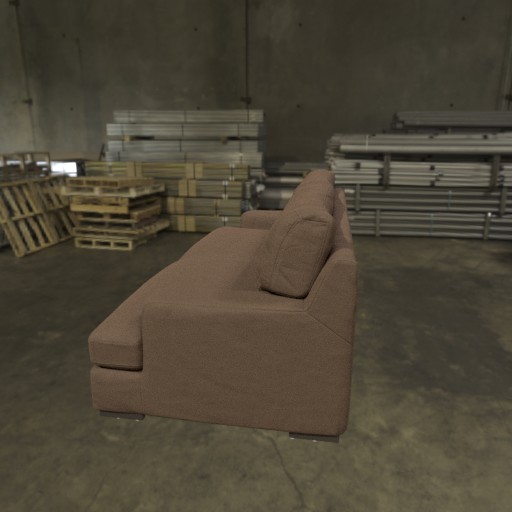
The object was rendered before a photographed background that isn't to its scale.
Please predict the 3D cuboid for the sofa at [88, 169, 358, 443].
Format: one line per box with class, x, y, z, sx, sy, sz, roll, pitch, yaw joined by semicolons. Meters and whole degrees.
sofa;0.000;0.000;2.820;1.140;0.950;2.274;3;16;9
